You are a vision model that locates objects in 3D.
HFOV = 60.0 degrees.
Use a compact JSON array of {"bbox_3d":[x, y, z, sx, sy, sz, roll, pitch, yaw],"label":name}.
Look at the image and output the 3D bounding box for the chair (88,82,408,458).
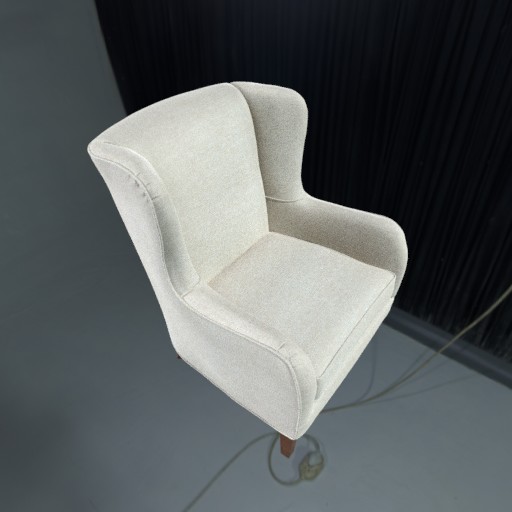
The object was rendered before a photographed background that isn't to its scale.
[{"bbox_3d":[0.000,0.000,1.741,0.966,1.040,0.838,25,46,27],"label":"chair"}]
